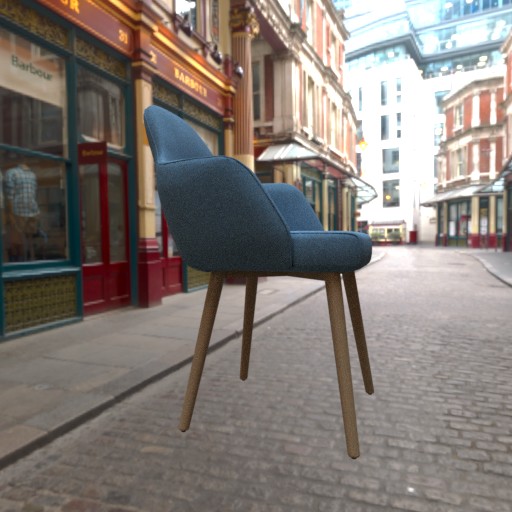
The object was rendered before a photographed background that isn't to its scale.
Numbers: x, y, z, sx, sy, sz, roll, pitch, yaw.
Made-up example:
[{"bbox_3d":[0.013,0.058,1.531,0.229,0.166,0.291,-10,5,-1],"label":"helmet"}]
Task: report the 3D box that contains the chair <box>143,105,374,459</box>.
[{"bbox_3d":[0.000,0.000,1.334,0.666,0.920,0.589,1,2,19],"label":"chair"}]
